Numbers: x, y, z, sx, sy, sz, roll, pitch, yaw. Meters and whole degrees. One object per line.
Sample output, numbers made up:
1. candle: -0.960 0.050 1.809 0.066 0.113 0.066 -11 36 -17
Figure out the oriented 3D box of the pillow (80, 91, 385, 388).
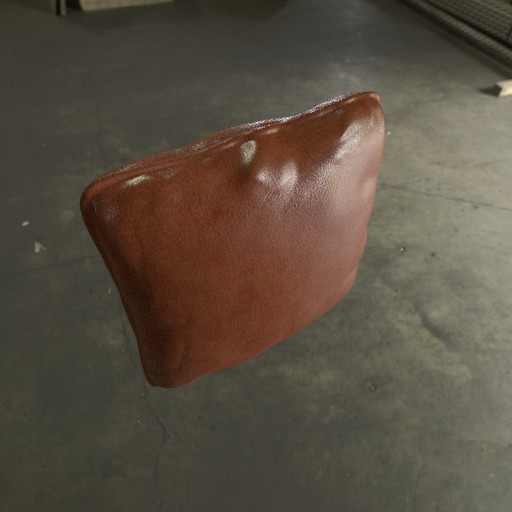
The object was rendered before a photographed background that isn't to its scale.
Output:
1. pillow: 0.000 0.000 0.828 0.532 0.523 0.236 -25 50 -22
